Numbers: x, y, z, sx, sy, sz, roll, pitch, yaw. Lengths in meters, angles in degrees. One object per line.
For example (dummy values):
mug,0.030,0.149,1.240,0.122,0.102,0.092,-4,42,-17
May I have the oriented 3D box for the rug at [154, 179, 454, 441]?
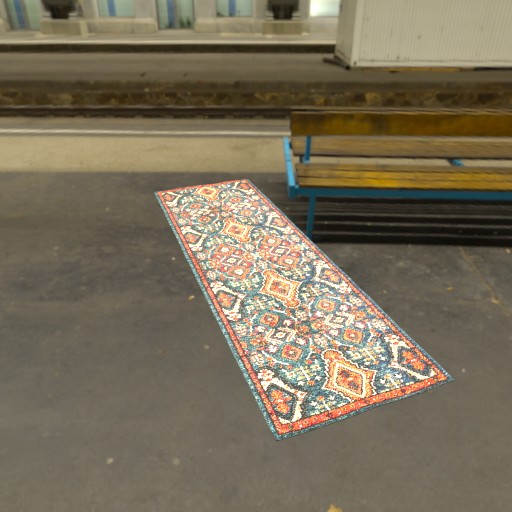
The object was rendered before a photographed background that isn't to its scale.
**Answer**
rug,0.000,0.000,2.674,0.801,0.010,2.459,-11,33,-18
